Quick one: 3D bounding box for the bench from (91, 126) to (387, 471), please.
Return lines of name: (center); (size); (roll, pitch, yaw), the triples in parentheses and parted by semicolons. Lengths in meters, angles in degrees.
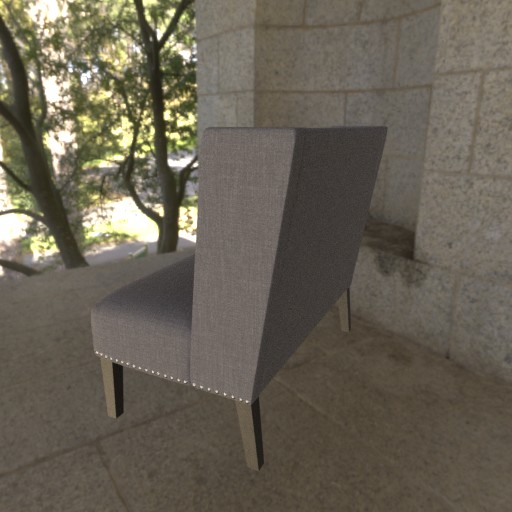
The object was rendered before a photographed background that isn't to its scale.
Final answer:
bench: (0.000, 0.000, 1.996); (0.842, 1.121, 1.276); (8, 18, 25)
